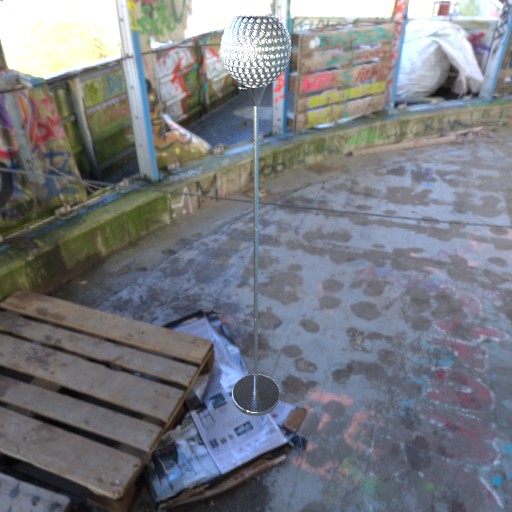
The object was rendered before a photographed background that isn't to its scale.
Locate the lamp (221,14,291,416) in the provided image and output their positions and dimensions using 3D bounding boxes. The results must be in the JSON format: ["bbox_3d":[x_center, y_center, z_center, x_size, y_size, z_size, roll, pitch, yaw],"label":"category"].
[{"bbox_3d":[0.000,0.000,1.890,0.254,1.805,0.254,0,33,0],"label":"lamp"}]
